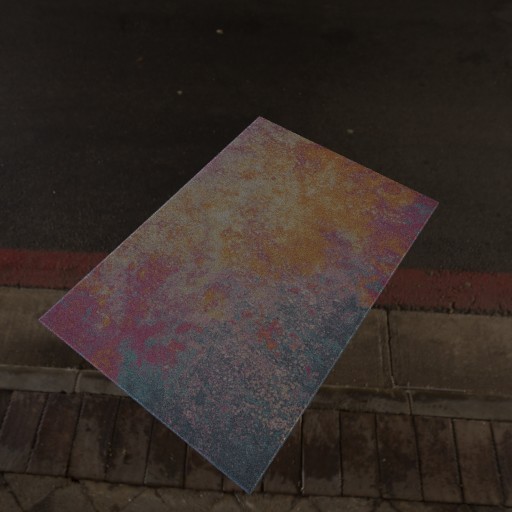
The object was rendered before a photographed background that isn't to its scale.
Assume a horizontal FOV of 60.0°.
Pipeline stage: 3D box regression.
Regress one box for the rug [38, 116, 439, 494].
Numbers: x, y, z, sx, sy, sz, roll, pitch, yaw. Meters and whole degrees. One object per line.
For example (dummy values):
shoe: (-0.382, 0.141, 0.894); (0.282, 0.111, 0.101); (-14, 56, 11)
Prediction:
rug: (0.000, 0.000, 3.692); (2.007, 0.013, 2.896); (31, 62, 19)
